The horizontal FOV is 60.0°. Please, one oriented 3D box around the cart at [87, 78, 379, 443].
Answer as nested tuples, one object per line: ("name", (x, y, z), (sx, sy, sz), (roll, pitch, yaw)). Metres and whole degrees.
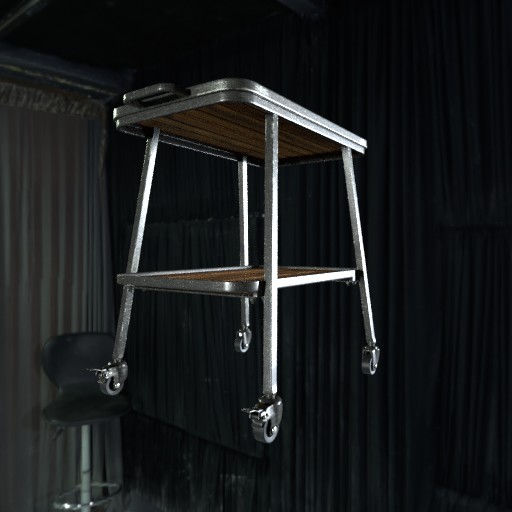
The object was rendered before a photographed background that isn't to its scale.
("cart", (0.000, 0.000, 1.233), (0.515, 0.700, 0.806), (1, 2, 35))
